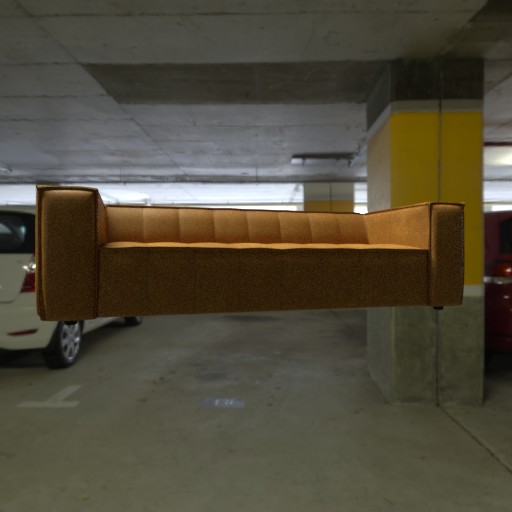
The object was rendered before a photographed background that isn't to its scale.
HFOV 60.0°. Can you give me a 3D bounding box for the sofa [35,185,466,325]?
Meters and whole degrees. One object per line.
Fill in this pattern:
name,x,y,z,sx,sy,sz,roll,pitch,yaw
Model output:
sofa,0.000,0.000,2.997,2.581,0.701,1.102,0,0,-17
